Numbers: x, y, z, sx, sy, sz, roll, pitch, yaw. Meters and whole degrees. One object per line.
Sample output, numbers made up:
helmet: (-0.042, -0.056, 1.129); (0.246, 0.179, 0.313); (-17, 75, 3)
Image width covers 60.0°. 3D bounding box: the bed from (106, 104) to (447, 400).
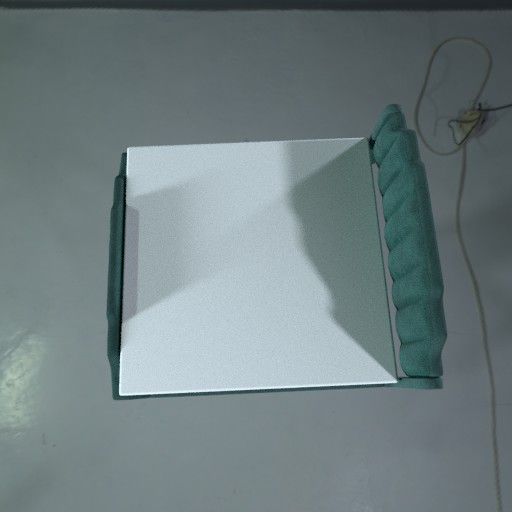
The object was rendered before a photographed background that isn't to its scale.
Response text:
bed: (0.000, 0.000, 3.465); (2.340, 1.245, 2.074); (-2, 75, -1)
